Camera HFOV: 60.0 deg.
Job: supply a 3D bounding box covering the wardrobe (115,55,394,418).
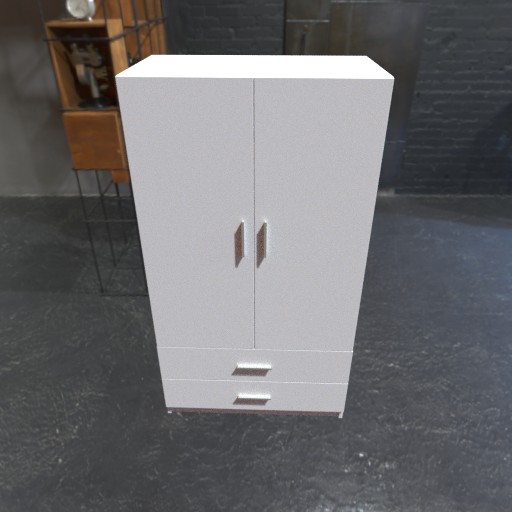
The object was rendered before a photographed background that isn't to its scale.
[{"bbox_3d":[0.000,0.000,2.265,0.991,1.808,0.577,1,31,2],"label":"wardrobe"}]
